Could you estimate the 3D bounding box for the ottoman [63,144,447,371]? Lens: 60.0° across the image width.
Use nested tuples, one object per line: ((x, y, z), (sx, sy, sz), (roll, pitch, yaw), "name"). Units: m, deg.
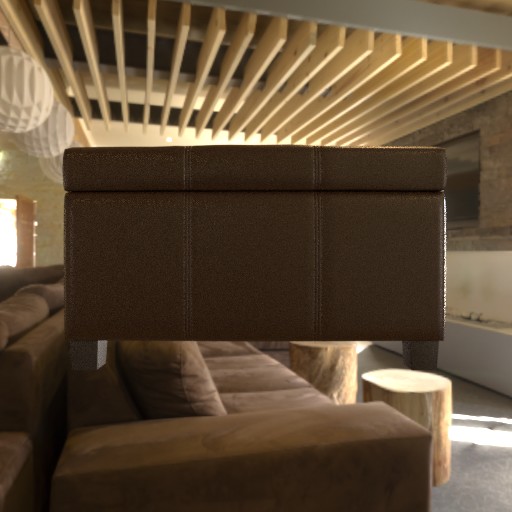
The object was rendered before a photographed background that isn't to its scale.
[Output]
((0.000, 0.000, 1.272), (0.787, 0.460, 0.788), (0, 0, 0), "ottoman")
